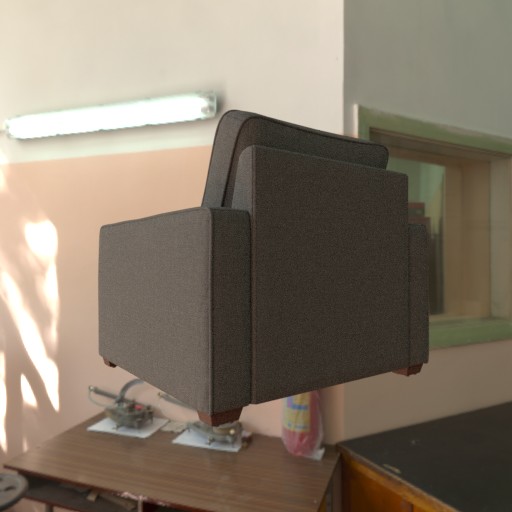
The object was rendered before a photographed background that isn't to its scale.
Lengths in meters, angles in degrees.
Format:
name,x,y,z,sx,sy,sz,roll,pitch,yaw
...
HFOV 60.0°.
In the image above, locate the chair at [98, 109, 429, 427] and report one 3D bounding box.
name,x,y,z,sx,sy,sz,roll,pitch,yaw
chair,0.000,0.000,1.797,1.017,0.919,0.940,0,0,-37
